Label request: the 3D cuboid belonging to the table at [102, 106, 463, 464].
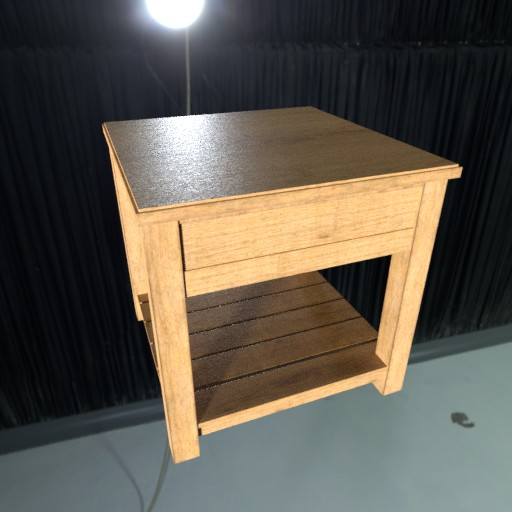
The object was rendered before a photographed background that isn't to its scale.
[{"bbox_3d":[0.000,0.000,1.133,0.612,0.593,0.616,-11,31,-18],"label":"table"}]
